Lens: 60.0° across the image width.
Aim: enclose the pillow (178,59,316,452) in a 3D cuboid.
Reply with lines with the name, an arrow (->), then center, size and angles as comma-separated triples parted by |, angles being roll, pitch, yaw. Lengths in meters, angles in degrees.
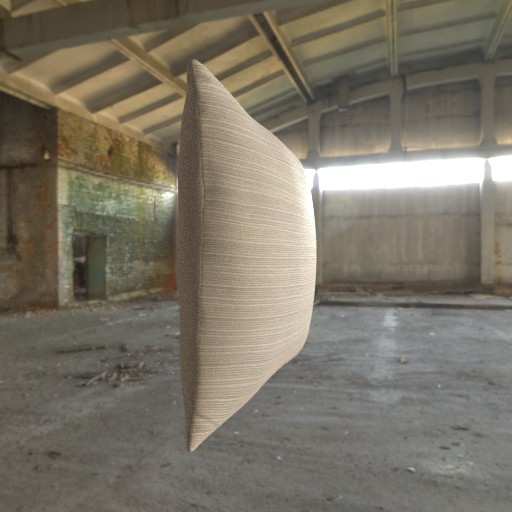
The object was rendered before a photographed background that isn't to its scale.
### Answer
pillow -> 0.000, 0.000, 0.793 | 0.204, 0.497, 0.512 | 0, 0, 18
